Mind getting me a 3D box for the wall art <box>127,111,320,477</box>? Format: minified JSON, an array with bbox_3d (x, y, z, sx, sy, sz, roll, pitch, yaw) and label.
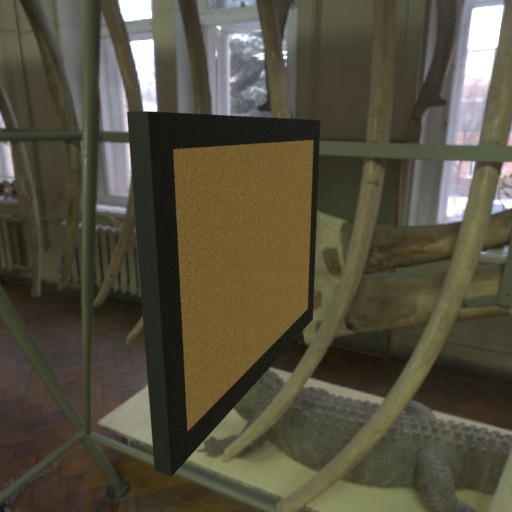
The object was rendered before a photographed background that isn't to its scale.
[{"bbox_3d":[0.000,0.000,0.768,0.028,0.460,0.561,8,18,25],"label":"wall art"}]
